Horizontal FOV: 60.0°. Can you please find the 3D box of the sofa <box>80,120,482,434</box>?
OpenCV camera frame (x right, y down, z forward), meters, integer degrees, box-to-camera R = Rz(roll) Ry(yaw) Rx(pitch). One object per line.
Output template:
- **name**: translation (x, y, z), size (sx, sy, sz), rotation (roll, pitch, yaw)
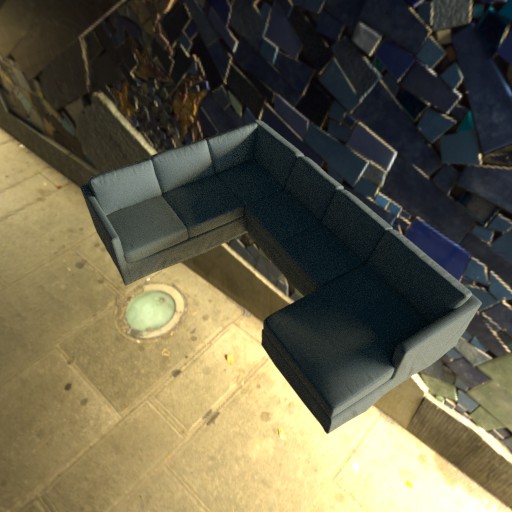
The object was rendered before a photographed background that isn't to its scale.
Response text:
- **sofa**: translation (0.000, 0.000, 4.497), size (2.427, 0.882, 3.460), rotation (-25, 52, -21)
